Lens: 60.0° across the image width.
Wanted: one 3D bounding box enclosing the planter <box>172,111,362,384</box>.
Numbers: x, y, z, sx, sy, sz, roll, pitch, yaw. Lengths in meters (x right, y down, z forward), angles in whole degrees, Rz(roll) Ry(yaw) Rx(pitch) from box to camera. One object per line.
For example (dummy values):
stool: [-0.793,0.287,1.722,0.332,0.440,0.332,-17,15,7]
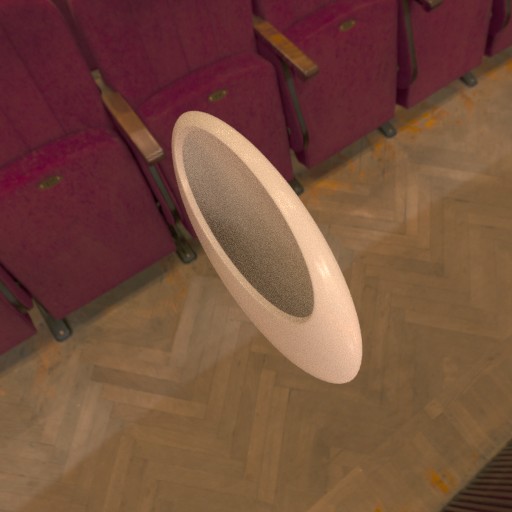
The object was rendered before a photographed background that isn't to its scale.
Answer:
planter: [0.000,0.000,0.278,0.043,0.188,0.185,-32,68,-15]
